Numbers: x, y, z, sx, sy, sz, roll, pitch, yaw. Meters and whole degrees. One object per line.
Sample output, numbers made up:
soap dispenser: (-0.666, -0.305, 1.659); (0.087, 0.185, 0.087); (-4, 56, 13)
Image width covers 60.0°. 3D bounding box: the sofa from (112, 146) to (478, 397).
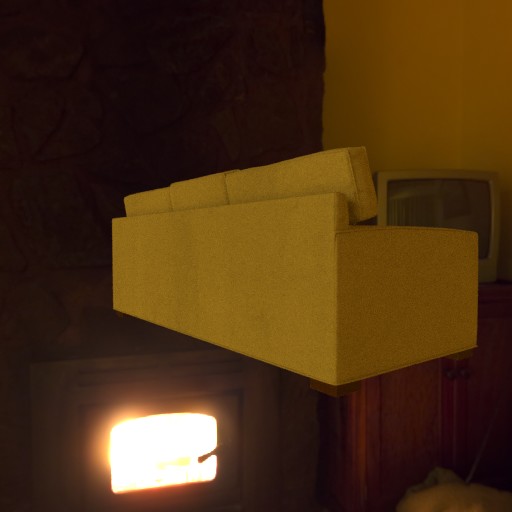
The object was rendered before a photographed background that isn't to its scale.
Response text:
sofa: (0.000, 0.000, 2.525); (0.936, 0.862, 2.093); (-1, 2, -37)
